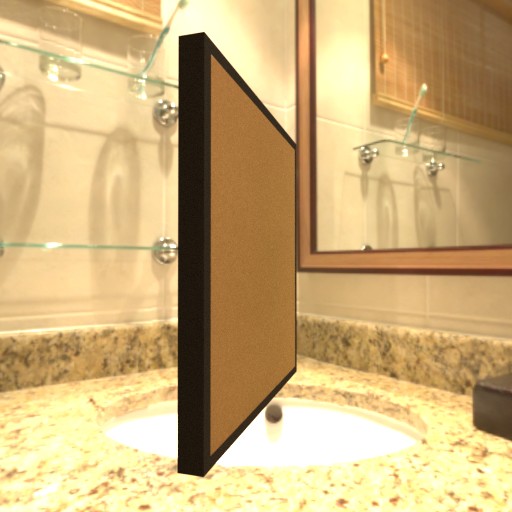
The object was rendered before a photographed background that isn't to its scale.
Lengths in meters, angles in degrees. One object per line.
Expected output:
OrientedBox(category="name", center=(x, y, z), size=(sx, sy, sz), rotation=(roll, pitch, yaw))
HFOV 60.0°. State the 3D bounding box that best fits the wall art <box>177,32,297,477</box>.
OrientedBox(category="wall art", center=(0.000, 0.000, 0.752), size=(0.033, 0.507, 0.508), rotation=(0, -1, 17))
